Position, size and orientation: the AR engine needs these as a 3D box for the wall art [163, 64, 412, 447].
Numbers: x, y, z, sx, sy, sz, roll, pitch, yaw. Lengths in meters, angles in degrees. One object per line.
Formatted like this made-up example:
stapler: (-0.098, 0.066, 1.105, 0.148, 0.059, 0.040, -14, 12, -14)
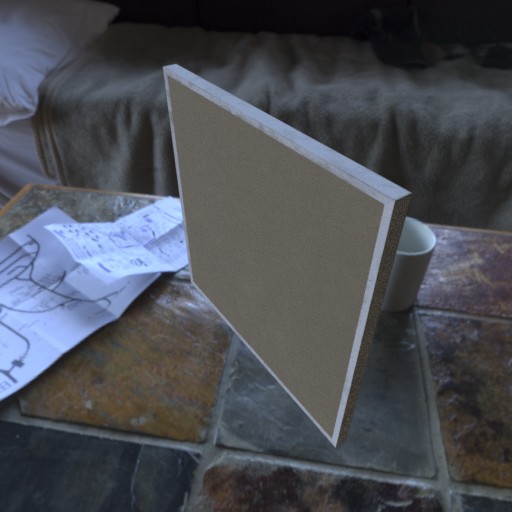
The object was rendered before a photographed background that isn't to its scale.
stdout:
wall art: (0.000, 0.000, 1.144, 0.038, 0.757, 0.760, -25, 46, -26)
